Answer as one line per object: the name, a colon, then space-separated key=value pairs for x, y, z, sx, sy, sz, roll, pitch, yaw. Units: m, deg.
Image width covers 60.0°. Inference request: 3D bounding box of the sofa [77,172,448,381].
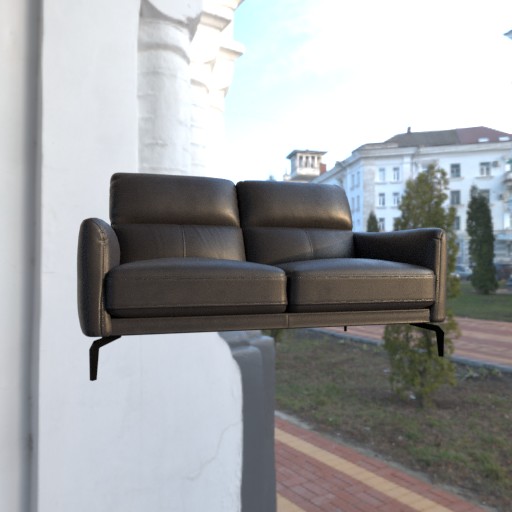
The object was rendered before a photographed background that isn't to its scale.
sofa: x=0.000 y=0.000 z=2.183 sx=1.596 sy=0.920 sz=0.958 roll=0 pitch=-2 yaw=-17
